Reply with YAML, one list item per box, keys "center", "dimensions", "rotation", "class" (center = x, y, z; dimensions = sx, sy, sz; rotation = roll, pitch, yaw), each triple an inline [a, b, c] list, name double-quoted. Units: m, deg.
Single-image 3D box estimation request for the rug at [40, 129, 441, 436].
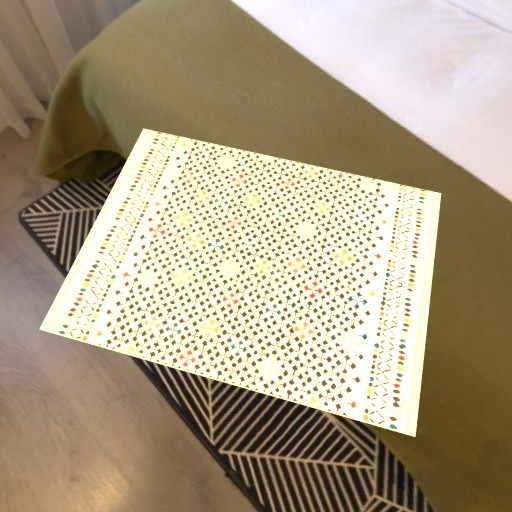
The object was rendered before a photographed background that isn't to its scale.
- center: [0.000, 0.000, 2.007]
  dimensions: [1.556, 0.006, 1.146]
  rotation: [14, 64, 7]
  class: "rug"
